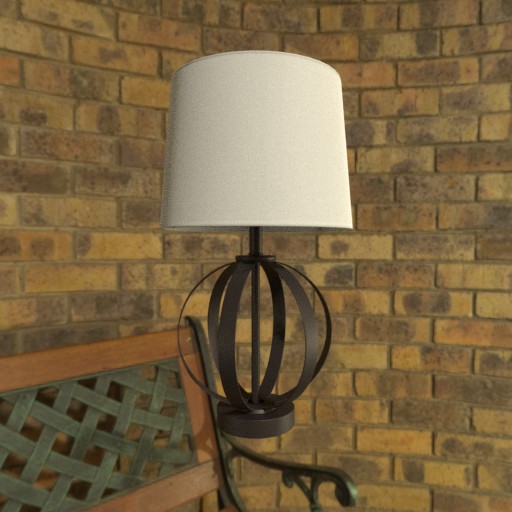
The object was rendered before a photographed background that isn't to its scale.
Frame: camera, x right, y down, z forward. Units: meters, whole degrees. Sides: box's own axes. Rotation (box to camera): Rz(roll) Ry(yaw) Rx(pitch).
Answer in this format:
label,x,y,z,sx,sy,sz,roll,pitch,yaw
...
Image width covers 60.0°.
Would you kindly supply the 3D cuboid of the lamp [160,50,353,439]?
label,x,y,z,sx,sy,sz,roll,pitch,yaw
lamp,0.000,0.000,0.675,0.286,0.510,0.286,0,2,0
